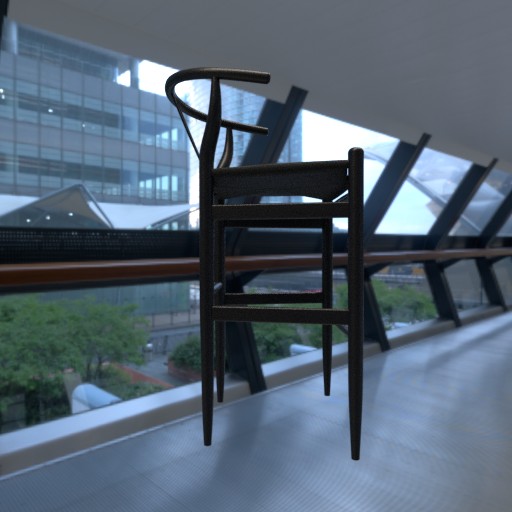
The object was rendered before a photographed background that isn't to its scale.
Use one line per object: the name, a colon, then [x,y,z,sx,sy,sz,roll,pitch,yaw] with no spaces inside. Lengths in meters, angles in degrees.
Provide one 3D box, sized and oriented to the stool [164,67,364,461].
stool: [0.000,0.000,1.439,0.579,1.072,0.569,0,0,1]
